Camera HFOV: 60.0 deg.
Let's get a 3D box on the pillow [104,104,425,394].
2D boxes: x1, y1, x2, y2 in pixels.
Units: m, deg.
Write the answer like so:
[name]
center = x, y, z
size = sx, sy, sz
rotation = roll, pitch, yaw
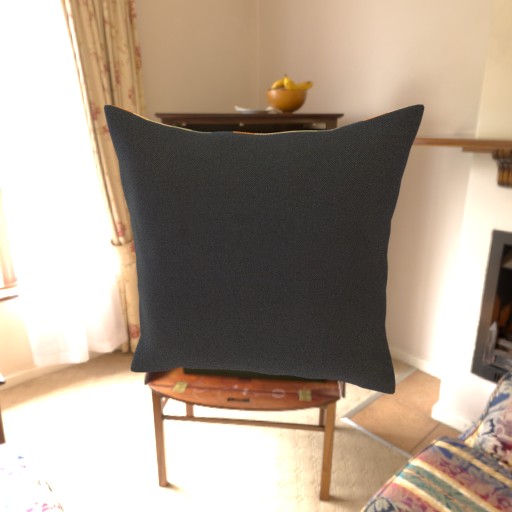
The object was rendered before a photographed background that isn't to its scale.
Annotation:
[pillow]
center = 0.000, 0.000, 0.699
size = 0.463, 0.454, 0.173
rotation = 2, 17, 8
